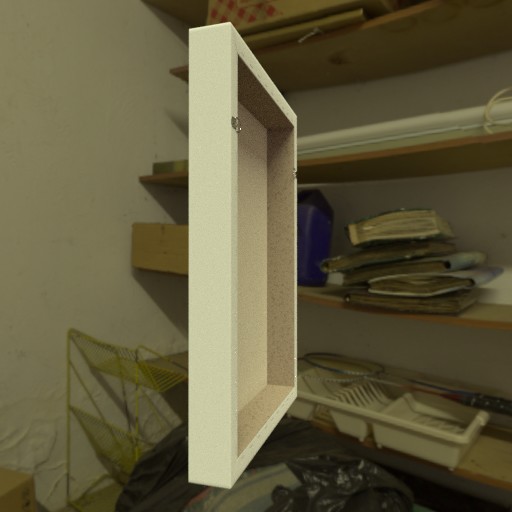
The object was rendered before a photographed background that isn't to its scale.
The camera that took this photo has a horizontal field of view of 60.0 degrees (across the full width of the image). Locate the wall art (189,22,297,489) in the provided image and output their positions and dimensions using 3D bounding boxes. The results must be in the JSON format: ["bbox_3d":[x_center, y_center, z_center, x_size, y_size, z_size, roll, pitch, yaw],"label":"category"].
[{"bbox_3d":[0.000,0.000,0.487,0.039,0.381,0.252,0,0,18],"label":"wall art"}]
